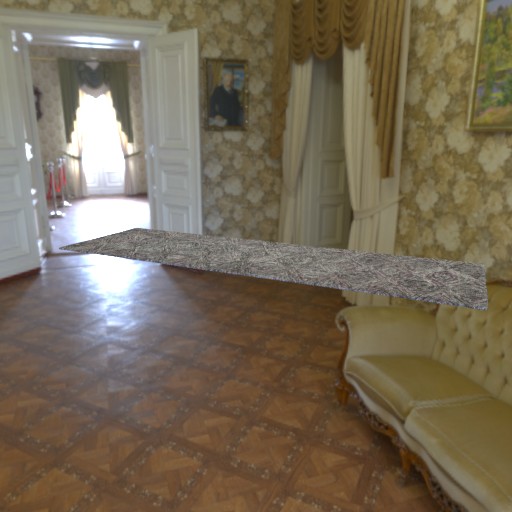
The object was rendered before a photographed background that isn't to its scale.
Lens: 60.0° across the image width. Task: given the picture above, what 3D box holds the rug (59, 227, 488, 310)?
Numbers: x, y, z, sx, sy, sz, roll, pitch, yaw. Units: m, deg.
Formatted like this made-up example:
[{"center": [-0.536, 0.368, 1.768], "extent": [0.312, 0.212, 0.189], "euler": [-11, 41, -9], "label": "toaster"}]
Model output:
[{"center": [0.000, 0.000, 2.484], "extent": [2.305, 0.013, 0.719], "euler": [7, 16, 24], "label": "rug"}]
